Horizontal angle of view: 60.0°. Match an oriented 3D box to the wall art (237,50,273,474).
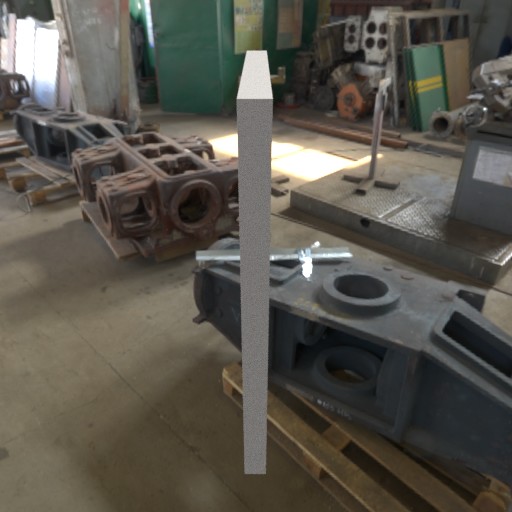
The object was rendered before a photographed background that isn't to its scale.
[{"bbox_3d":[0.000,0.000,0.833,0.038,0.657,0.450,0,31,0],"label":"wall art"}]
